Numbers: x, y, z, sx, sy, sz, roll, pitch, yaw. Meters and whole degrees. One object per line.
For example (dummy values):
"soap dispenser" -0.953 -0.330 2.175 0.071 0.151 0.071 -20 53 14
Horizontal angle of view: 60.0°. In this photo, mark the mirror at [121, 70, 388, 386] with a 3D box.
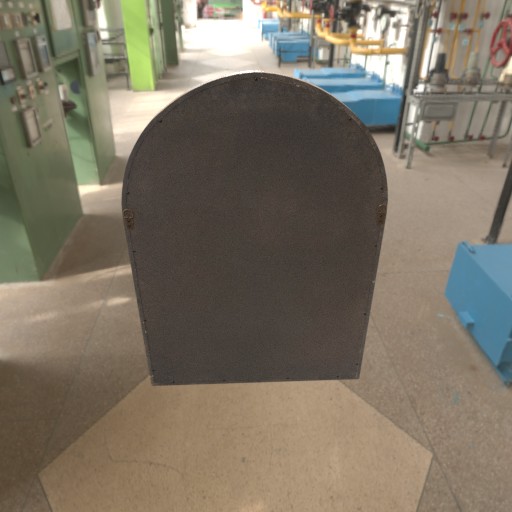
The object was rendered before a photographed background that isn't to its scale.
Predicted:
"mirror" 0.000 0.000 1.183 0.660 0.920 0.032 -1 31 -2
